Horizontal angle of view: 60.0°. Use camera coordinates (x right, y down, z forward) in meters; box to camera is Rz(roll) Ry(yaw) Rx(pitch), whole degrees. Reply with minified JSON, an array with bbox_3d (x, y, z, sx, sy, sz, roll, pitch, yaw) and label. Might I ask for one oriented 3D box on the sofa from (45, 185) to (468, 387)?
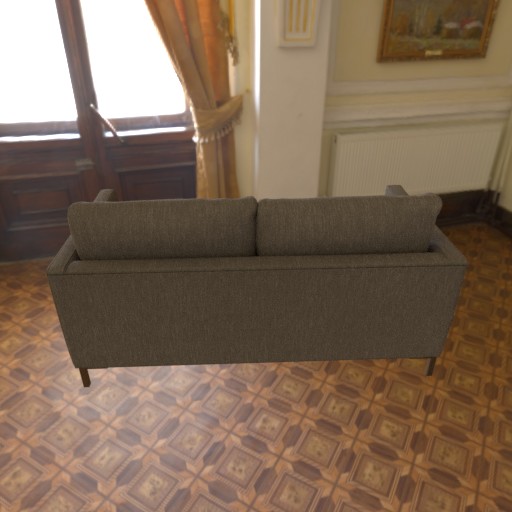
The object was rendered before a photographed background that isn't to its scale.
[{"bbox_3d":[0.000,0.000,2.190,1.682,0.840,0.875,-1,30,-2],"label":"sofa"}]
